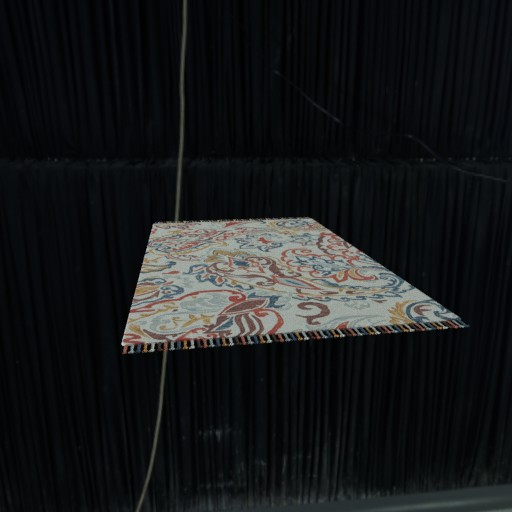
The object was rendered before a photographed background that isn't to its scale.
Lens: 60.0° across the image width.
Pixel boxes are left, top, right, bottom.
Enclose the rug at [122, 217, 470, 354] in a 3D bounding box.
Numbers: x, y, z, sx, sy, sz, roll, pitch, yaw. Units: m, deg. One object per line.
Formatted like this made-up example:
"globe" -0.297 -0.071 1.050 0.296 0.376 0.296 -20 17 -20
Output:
"rug" 0.000 0.000 3.085 1.523 0.010 2.584 -3 16 -9
